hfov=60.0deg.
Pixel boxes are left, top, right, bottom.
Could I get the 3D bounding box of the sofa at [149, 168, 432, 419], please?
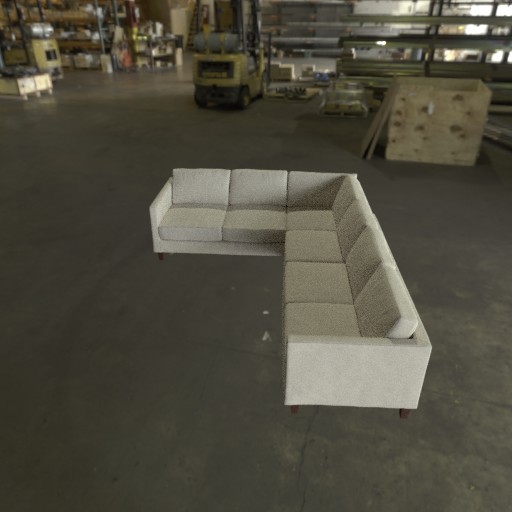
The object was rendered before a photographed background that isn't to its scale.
[{"bbox_3d":[0.000,0.000,4.358,2.432,0.863,3.182,2,29,3],"label":"sofa"}]
